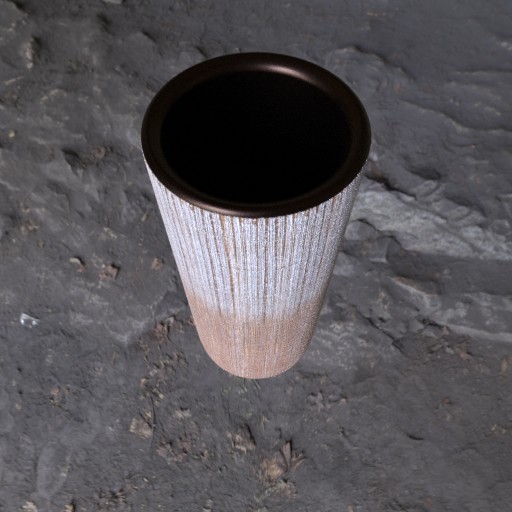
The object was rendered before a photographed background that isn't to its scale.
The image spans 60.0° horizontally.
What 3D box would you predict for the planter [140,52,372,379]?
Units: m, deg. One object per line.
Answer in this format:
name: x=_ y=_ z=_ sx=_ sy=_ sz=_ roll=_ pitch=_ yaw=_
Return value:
planter: x=0.000 y=0.000 z=0.288 sx=0.100 sy=0.227 sz=0.100 roll=1 pitch=59 yaw=1
